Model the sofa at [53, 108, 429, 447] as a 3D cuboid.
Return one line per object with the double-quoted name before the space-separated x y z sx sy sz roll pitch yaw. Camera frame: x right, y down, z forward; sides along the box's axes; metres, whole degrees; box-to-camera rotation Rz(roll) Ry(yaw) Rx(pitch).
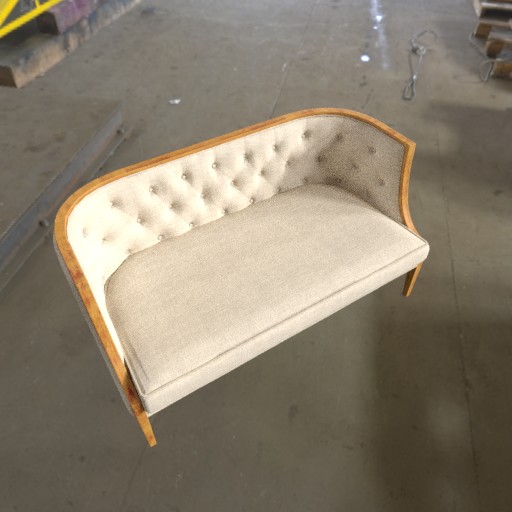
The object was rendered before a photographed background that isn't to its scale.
"sofa" 0.000 0.000 1.951 1.474 0.775 0.770 -25 51 -22
